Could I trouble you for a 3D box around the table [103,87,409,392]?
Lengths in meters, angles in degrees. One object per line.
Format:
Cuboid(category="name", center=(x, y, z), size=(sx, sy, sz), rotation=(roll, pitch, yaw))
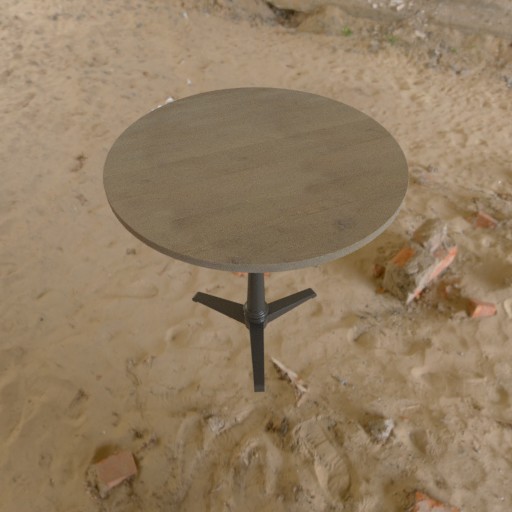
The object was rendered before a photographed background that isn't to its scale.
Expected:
Cuboid(category="table", center=(0.000, 0.000, 1.470), size=(0.800, 0.780, 0.800), rotation=(0, 46, 0))
